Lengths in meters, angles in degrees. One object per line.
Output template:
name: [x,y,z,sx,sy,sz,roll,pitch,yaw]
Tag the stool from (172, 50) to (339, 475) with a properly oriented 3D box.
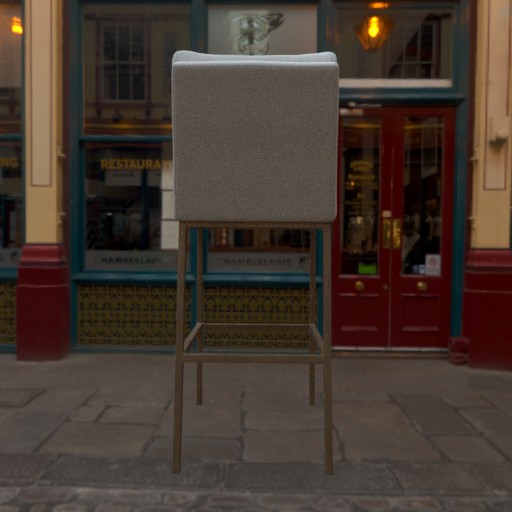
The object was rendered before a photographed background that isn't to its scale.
stool: [0.000,0.000,1.408,0.463,1.125,0.572,0,1,1]
